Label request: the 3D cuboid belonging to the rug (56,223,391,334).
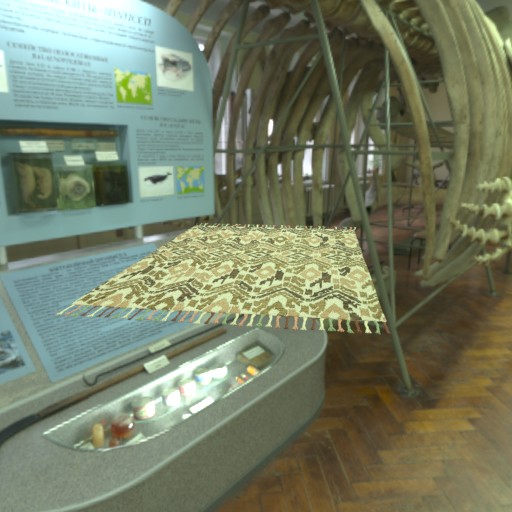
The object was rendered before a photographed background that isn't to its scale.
[{"bbox_3d":[0.000,0.000,3.062,1.524,0.008,2.438,2,14,8],"label":"rug"}]
